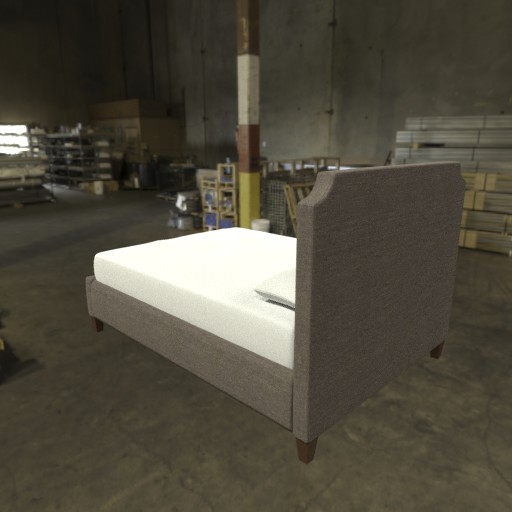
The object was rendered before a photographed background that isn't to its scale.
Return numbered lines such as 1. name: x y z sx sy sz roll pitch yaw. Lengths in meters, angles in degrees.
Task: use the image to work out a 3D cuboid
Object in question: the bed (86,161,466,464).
1. bed: 0.000 0.000 3.411 2.381 1.457 1.713 14 20 43
